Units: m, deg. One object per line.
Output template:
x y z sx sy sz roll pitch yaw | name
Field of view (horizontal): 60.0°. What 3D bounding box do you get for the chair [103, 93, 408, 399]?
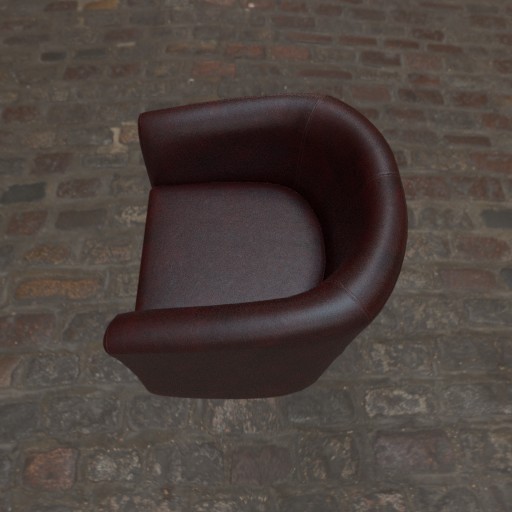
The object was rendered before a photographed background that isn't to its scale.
0.000 0.000 1.398 0.727 0.756 0.792 -1 59 -1 | chair
